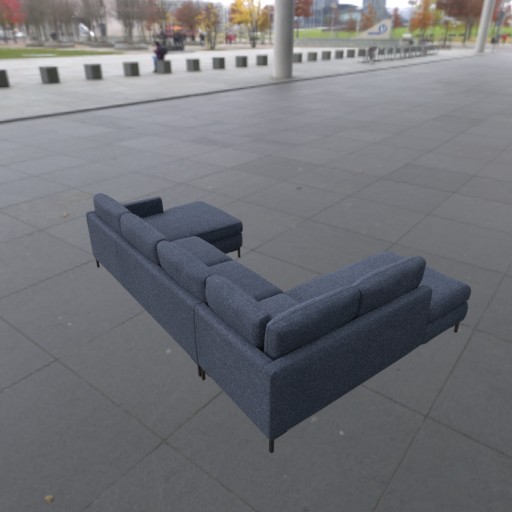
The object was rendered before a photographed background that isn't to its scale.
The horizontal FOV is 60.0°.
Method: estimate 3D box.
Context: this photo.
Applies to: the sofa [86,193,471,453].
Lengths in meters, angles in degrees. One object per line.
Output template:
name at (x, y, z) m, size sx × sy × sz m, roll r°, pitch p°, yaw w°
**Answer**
sofa at (0.000, 0.000, 3.925) m, size 2.007 × 0.813 × 2.956 m, roll -19°, pitch 32°, yaw -33°
